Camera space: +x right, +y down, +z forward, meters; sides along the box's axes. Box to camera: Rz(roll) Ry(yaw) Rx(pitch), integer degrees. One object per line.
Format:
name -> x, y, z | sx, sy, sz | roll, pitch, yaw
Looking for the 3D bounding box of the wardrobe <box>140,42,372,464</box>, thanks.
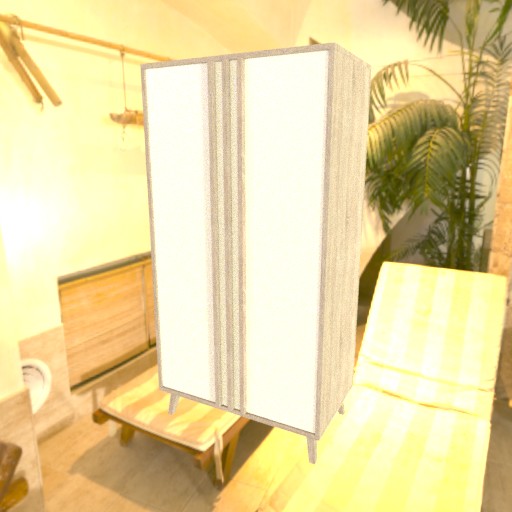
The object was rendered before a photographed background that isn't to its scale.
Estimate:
wardrobe -> 0.000, 0.000, 2.436 | 1.000, 1.960, 0.600 | 7, 16, 27
